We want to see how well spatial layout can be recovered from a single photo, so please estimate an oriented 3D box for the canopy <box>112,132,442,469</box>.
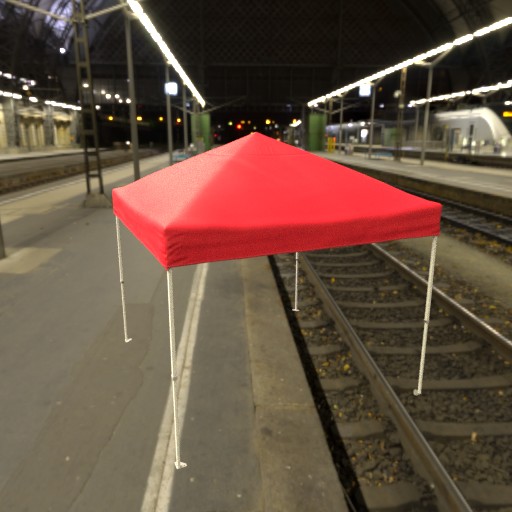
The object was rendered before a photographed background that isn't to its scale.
[{"bbox_3d":[0.000,0.000,5.573,2.996,2.997,2.998,-7,16,-24],"label":"canopy"}]
